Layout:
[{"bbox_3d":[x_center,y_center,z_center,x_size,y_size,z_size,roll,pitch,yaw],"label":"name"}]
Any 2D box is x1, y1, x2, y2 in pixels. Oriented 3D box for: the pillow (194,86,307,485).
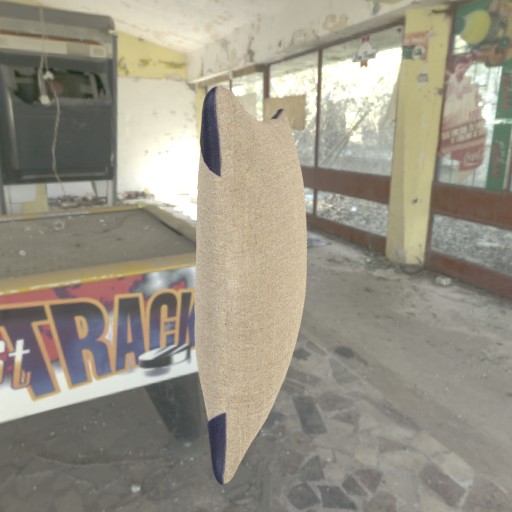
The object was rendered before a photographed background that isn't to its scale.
[{"bbox_3d":[0.000,0.000,0.666,0.147,0.441,0.440,3,16,10],"label":"pillow"}]
